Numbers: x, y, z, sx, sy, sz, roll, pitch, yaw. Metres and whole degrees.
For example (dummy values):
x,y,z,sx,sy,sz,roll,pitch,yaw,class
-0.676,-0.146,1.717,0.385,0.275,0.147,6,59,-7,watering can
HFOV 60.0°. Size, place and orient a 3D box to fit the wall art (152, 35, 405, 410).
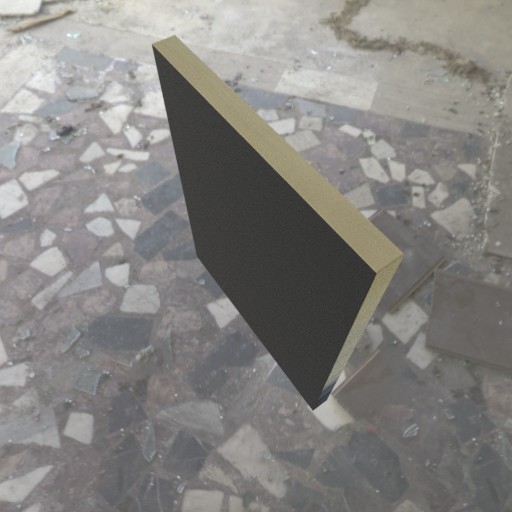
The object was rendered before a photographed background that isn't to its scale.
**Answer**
x,y,z,sx,sy,sz,roll,pitch,yaw,class
0.000,0.000,0.828,0.040,0.608,0.489,-31,63,-18,wall art
